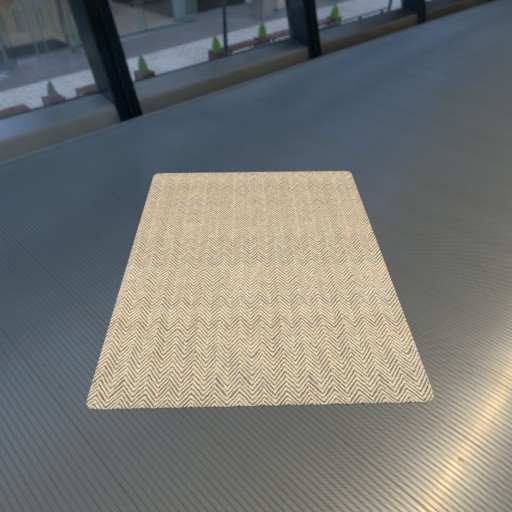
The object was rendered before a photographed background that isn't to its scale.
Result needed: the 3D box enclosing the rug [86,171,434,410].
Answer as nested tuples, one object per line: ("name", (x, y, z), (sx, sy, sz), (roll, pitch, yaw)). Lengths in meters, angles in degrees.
("rug", (0.000, 0.000, 4.286), (2.439, 0.014, 3.207), (-1, 40, -1))
